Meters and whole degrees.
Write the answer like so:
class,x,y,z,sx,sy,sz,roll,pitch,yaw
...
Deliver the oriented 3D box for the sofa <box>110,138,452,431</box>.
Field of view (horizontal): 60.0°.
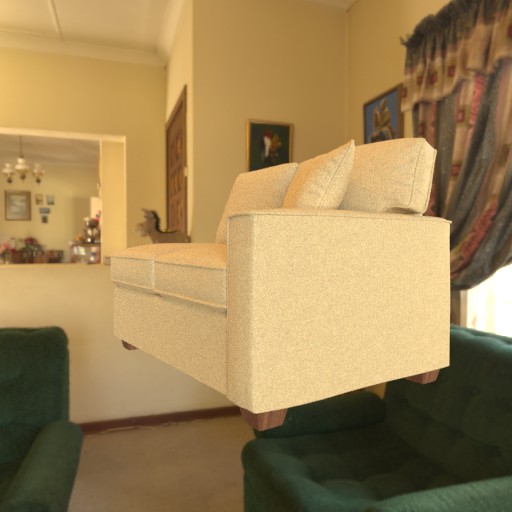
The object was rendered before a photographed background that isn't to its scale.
class,x,y,z,sx,sy,sz,roll,pitch,yaw
sofa,0.000,0.000,2.067,0.991,0.989,1.388,-1,2,-34
